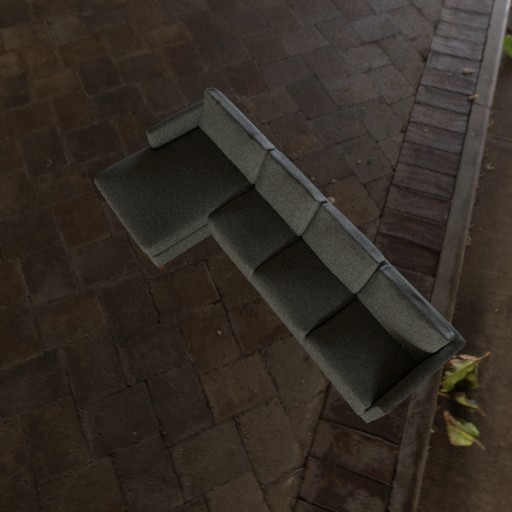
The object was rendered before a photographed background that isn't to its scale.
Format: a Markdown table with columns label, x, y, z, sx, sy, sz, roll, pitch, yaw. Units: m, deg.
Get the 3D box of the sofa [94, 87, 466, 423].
| label | x | y | z | sx | sy | sz | roll | pitch | yaw |
| --- | --- | --- | --- | --- | --- | --- | --- | --- | --- |
| sofa | 0.000 | 0.000 | 4.148 | 1.635 | 0.960 | 3.485 | -34 | 68 | -16 |
